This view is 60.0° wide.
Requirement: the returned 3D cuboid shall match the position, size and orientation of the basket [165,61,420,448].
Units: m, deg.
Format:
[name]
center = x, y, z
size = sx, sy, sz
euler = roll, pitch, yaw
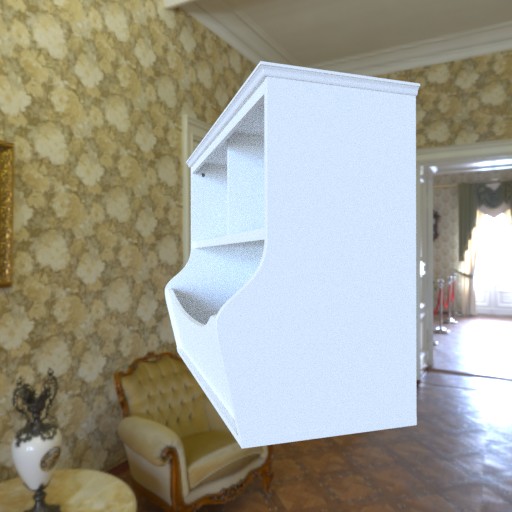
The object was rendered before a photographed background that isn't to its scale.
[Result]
[basket]
center = 0.000, 0.000, 1.127
size = 0.376, 0.625, 0.792
euler = 0, 0, -18
